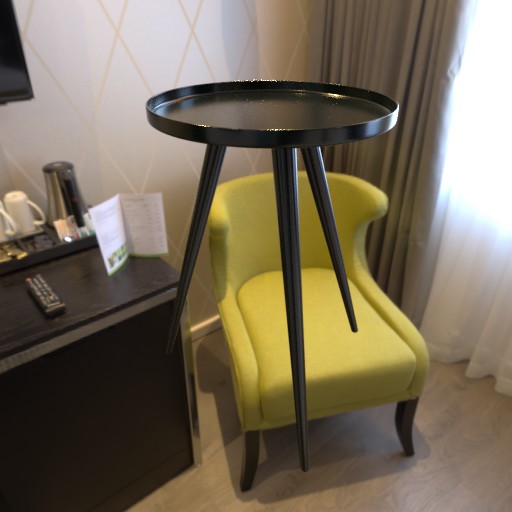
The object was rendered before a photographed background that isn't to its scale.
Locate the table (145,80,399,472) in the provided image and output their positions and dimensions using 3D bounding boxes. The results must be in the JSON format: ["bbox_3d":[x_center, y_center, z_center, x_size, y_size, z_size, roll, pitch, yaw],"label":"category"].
[{"bbox_3d":[0.000,0.000,0.805,0.415,0.548,0.403,10,31,17],"label":"table"}]
